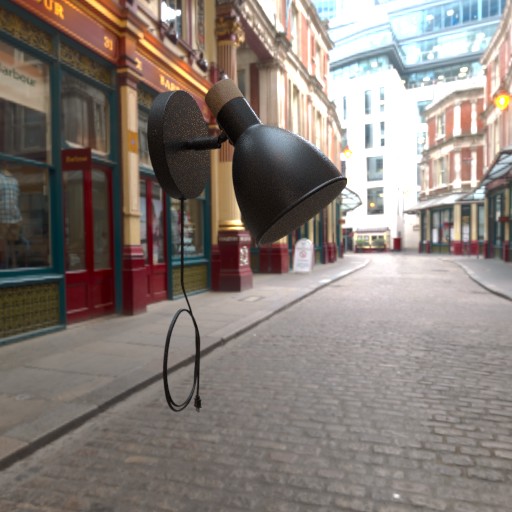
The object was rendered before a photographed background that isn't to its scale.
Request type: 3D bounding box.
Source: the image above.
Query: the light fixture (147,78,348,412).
[{"bbox_3d":[0.000,0.000,0.502,0.203,0.401,0.127,0,1,17],"label":"light fixture"}]
